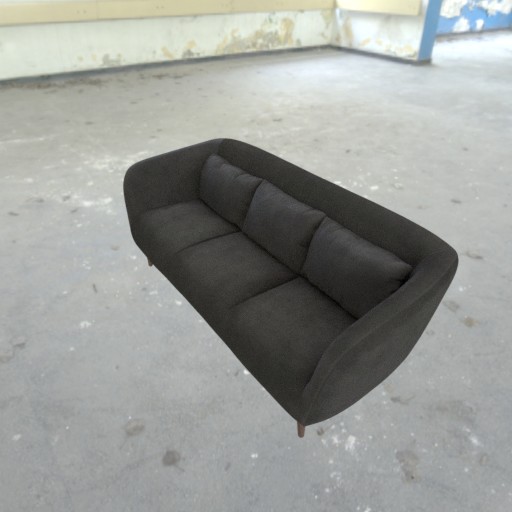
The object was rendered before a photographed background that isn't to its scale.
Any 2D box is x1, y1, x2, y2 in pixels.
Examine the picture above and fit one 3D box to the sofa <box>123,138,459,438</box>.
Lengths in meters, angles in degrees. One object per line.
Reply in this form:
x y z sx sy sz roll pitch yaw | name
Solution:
0.000 0.000 2.754 0.956 0.875 2.296 -20 38 -29 | sofa
